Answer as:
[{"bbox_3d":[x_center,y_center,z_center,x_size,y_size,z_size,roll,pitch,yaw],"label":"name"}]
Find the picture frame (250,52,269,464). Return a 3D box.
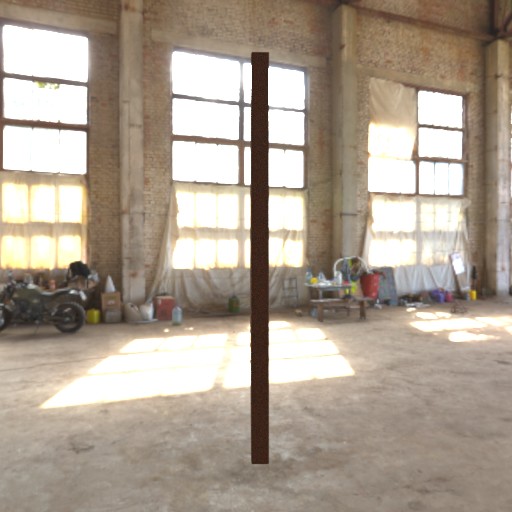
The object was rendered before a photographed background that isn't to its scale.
[{"bbox_3d":[0.000,0.000,1.757,0.045,1.018,1.329,0,1,-1],"label":"picture frame"}]
